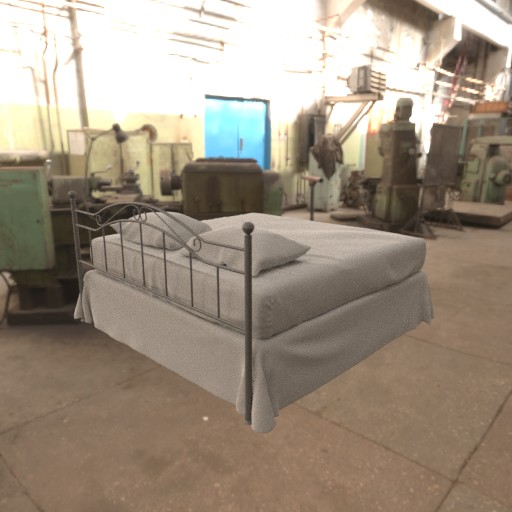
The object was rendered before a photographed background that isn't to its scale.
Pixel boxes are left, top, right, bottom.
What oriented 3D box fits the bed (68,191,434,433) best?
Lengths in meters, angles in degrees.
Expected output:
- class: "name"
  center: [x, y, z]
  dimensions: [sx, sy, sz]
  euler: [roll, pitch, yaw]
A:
- class: "bed"
  center: [0.000, 0.000, 3.646]
  dimensions: [2.309, 1.080, 2.220]
  euler: [14, 20, 43]
